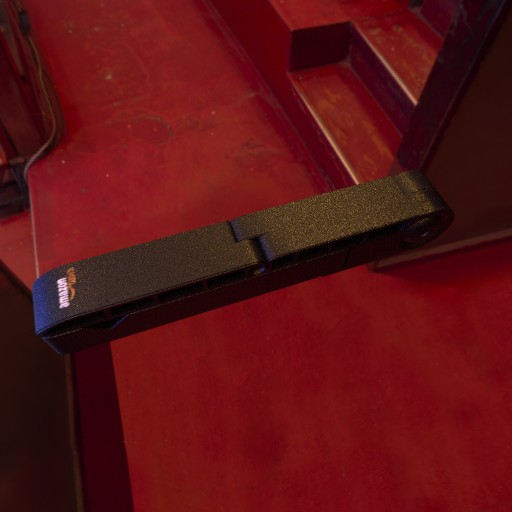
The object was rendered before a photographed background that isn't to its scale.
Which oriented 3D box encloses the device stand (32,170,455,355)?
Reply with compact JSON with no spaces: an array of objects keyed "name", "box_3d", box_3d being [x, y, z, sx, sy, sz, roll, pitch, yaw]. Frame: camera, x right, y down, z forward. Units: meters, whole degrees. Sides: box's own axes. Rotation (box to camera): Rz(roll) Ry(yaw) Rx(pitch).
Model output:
[{"name":"device stand","box_3d":[0.000,0.000,0.190,0.179,0.030,0.026,-16,59,-10]}]
